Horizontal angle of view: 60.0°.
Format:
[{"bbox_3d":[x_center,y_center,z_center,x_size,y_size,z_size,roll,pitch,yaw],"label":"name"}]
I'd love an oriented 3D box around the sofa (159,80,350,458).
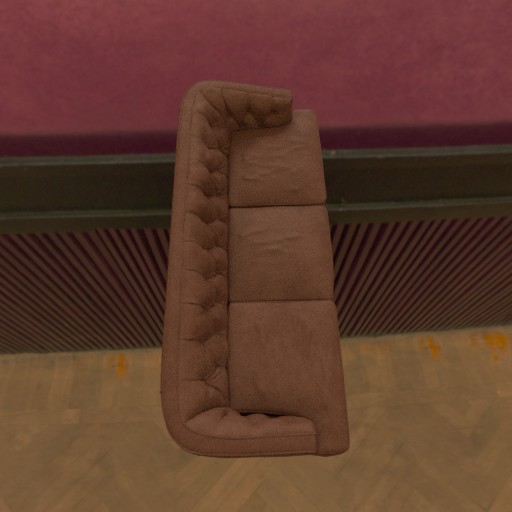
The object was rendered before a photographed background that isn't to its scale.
[{"bbox_3d":[0.000,0.000,2.681,0.927,0.787,2.227,-1,64,-1],"label":"sofa"}]
